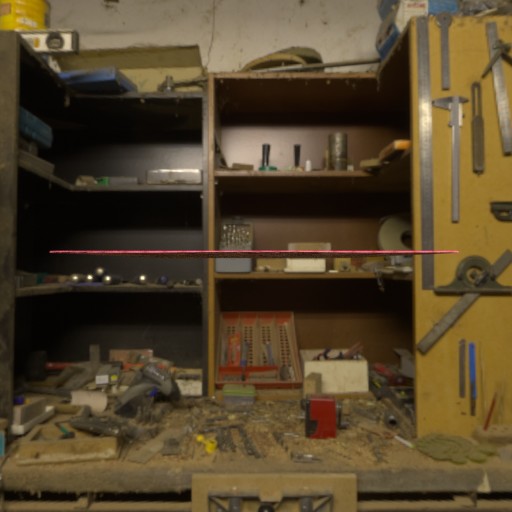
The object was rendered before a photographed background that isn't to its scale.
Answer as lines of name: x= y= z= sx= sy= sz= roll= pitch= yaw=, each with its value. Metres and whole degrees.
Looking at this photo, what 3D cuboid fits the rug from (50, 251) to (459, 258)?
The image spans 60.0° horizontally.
rug: x=0.000 y=0.000 z=2.794 sx=1.579 sy=0.007 sz=2.184 roll=0 pitch=-1 yaw=1
